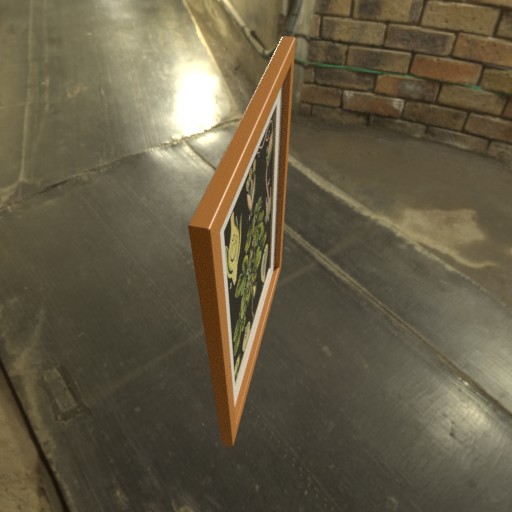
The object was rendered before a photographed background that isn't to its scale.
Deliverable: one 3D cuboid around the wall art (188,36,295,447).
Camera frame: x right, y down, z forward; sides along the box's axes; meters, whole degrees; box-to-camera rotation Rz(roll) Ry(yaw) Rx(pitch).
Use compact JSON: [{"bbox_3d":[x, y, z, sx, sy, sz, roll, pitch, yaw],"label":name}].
[{"bbox_3d":[0.000,0.000,0.519,0.015,0.379,0.310,10,48,9],"label":"wall art"}]
